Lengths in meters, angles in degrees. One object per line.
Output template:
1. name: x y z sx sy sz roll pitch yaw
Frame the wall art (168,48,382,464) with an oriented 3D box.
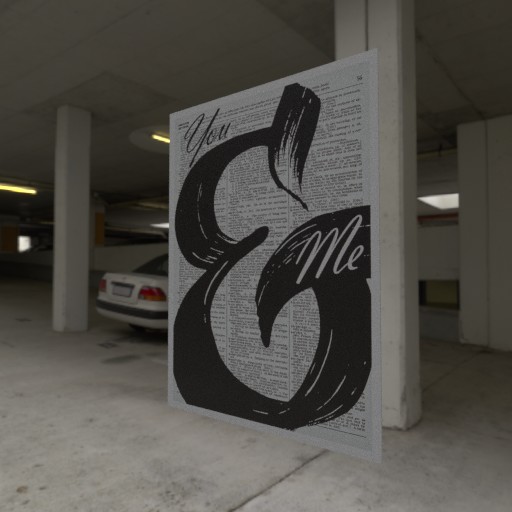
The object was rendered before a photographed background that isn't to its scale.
1. wall art: 0.000 0.000 0.788 0.457 0.609 0.003 -2 -3 37
